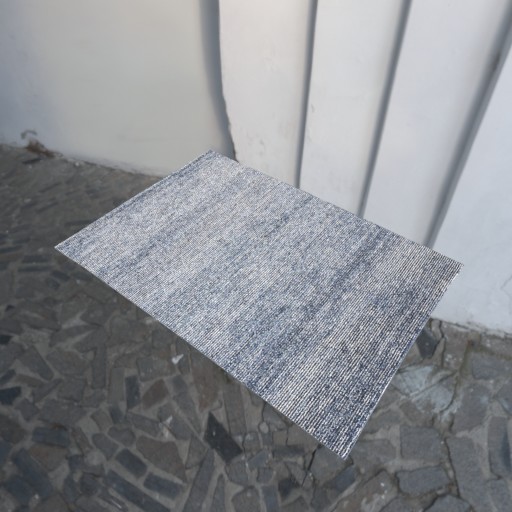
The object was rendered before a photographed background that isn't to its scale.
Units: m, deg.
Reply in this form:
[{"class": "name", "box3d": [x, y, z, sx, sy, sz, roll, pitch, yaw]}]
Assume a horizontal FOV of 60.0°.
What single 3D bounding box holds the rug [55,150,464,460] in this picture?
[{"class": "rug", "box3d": [0.000, 0.000, 3.062, 2.349, 0.030, 1.624, 29, 52, 26]}]
